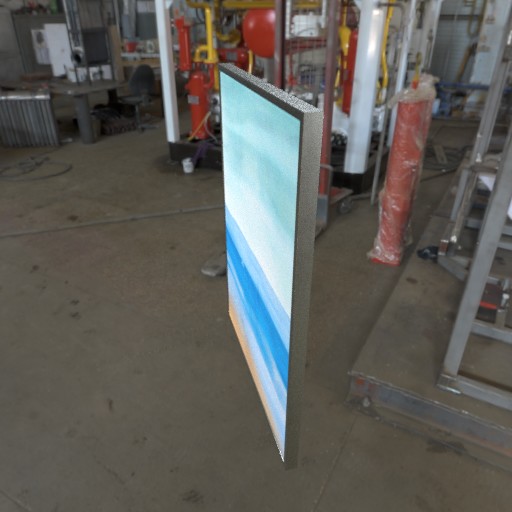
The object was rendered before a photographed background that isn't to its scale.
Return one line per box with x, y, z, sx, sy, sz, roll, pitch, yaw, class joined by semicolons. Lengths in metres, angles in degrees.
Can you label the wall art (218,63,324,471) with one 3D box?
0.000;0.000;1.430;0.041;1.062;0.803;-8;31;-14;wall art
